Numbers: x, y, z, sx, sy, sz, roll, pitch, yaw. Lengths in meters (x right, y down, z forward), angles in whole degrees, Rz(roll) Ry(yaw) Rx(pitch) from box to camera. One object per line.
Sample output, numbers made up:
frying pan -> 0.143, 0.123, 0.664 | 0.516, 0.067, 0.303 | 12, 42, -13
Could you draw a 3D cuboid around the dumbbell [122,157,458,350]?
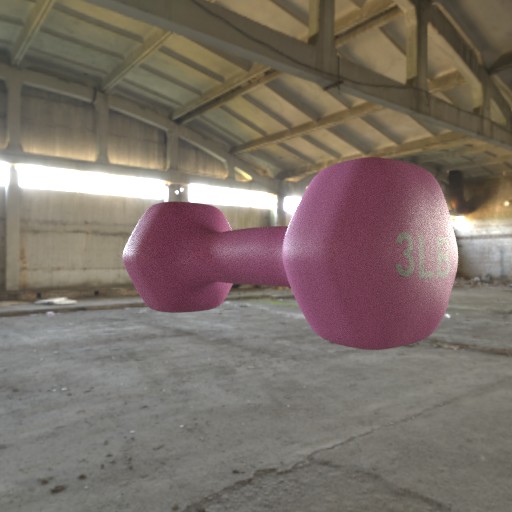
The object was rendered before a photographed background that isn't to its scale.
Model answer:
dumbbell -> 0.000, 0.000, 0.189 | 0.064, 0.058, 0.159 | 1, -1, -38
